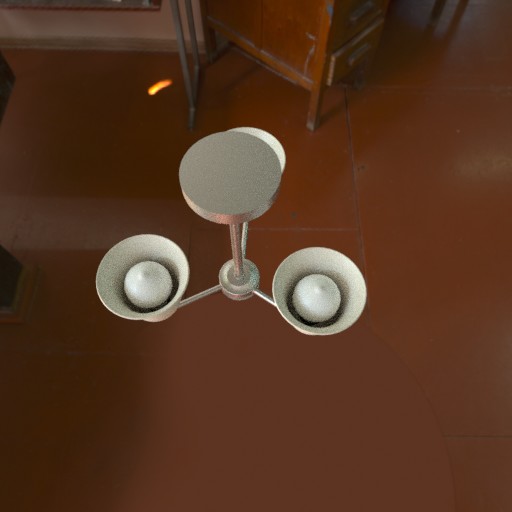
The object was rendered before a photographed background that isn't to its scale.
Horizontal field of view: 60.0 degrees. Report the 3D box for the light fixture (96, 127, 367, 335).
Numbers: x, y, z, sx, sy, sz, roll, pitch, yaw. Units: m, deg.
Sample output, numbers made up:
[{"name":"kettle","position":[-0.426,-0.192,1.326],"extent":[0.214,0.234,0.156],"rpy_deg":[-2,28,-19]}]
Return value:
[{"name":"light fixture","position":[0.000,0.000,0.678],"extent":[0.354,0.370,0.388],"rpy_deg":[32,68,14]}]
